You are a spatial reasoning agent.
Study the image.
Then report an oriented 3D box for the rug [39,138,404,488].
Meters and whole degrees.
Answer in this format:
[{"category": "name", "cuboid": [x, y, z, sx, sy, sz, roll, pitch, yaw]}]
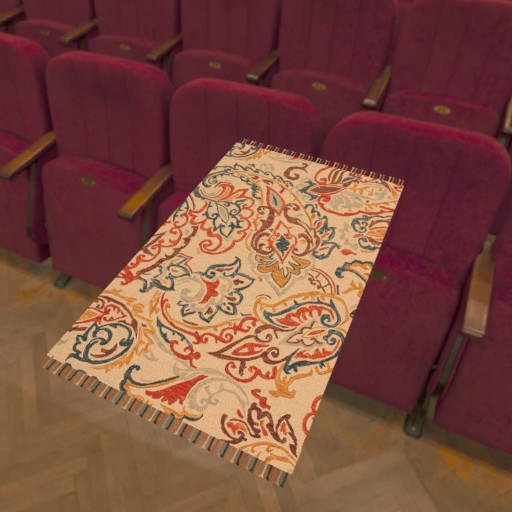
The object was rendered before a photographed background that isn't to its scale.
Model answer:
[{"category": "rug", "cuboid": [0.000, 0.000, 3.087, 1.523, 0.010, 2.584, 19, 50, 17]}]
